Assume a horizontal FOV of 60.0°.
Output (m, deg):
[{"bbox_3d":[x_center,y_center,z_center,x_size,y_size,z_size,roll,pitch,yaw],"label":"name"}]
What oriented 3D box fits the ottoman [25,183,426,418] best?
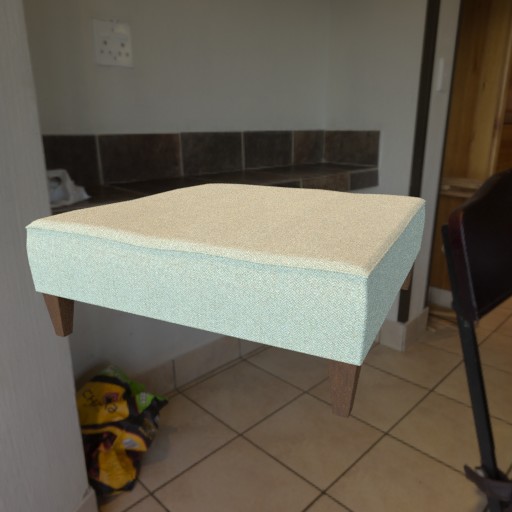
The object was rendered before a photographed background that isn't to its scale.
[{"bbox_3d":[0.000,0.000,1.507,0.968,0.379,1.004,8,18,25],"label":"ottoman"}]
